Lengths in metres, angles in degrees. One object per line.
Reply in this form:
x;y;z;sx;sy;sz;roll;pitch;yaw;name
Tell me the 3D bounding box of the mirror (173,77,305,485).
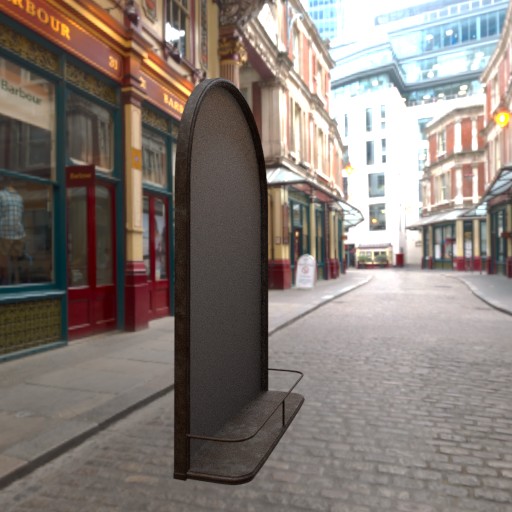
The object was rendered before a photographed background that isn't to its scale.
0.000;0.000;0.986;0.137;0.770;0.510;0;-1;17;mirror
